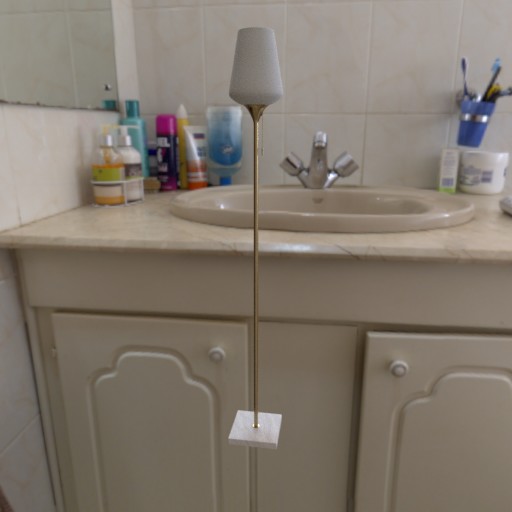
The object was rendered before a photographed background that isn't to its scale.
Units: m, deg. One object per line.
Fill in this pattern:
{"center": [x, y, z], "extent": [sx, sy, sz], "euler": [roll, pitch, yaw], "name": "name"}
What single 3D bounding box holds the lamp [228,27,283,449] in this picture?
{"center": [0.000, 0.000, 1.964], "extent": [0.232, 1.813, 0.229], "euler": [3, 16, 9], "name": "lamp"}
